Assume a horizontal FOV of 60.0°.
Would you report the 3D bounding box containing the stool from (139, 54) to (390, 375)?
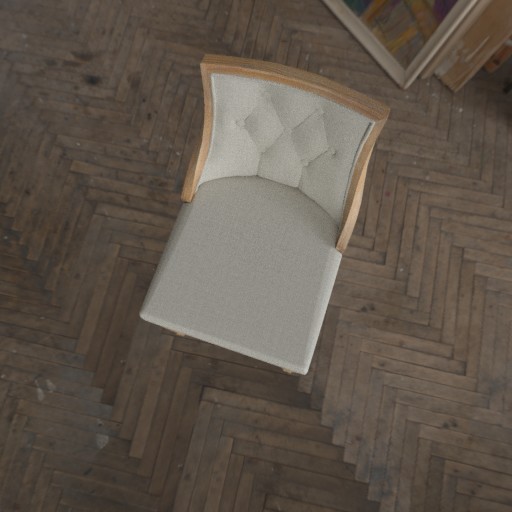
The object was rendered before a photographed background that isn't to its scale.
[{"bbox_3d":[0.000,0.000,1.455,0.524,1.101,0.626,18,77,4],"label":"stool"}]
